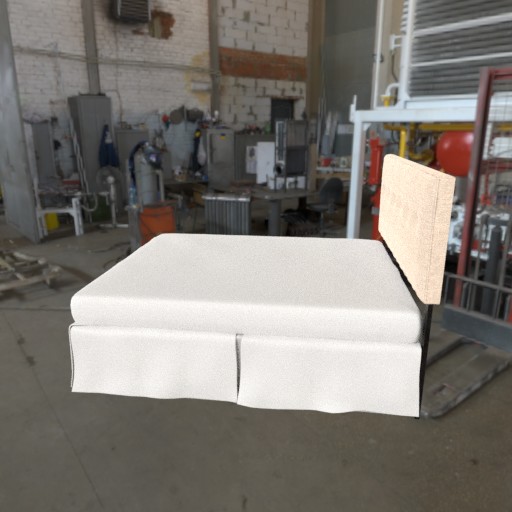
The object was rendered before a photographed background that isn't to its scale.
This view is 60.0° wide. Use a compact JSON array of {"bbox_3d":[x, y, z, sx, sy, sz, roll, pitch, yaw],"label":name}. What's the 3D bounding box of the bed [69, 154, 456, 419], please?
[{"bbox_3d":[0.000,0.000,2.999,1.978,1.270,1.643,2,16,7],"label":"bed"}]
